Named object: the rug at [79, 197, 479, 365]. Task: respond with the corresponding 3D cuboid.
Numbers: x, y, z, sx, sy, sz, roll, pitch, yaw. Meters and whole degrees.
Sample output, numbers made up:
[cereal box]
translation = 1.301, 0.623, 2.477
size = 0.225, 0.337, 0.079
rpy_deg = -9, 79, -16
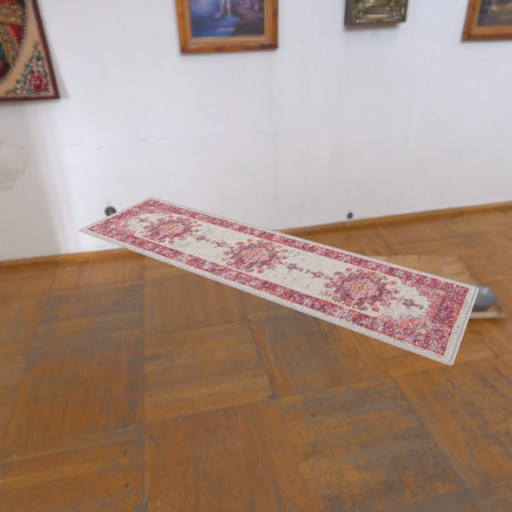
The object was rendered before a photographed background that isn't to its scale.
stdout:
[rug]
translation = 0.000, 0.000, 2.563
size = 2.294, 0.011, 0.666
rpy_deg = 17, 34, 28
